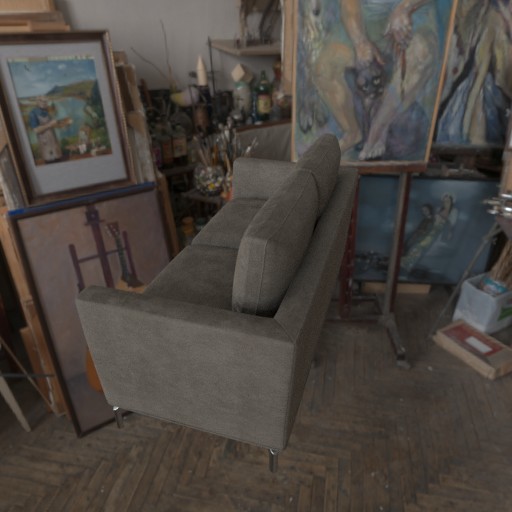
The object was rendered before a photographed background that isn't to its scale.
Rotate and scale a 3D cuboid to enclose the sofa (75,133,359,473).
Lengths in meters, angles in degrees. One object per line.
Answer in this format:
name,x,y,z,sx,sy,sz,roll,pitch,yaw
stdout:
sofa,0.000,0.000,2.388,0.855,1.013,1.832,9,31,15
